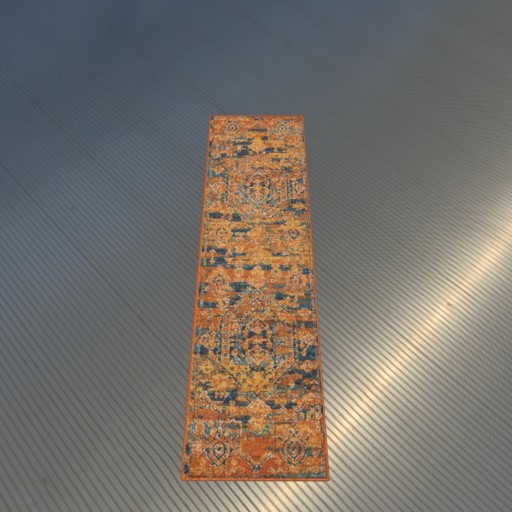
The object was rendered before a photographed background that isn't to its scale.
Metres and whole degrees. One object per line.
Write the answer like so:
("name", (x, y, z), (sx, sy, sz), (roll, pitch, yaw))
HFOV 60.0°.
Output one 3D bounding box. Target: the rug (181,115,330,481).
("rug", (0.000, 0.000, 2.505), (0.651, 0.016, 2.274), (0, 59, 0))
